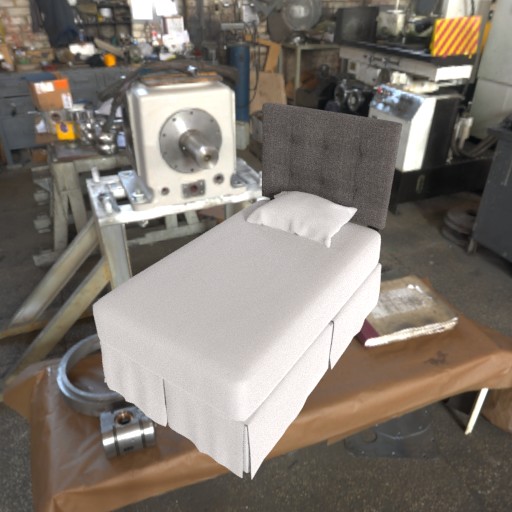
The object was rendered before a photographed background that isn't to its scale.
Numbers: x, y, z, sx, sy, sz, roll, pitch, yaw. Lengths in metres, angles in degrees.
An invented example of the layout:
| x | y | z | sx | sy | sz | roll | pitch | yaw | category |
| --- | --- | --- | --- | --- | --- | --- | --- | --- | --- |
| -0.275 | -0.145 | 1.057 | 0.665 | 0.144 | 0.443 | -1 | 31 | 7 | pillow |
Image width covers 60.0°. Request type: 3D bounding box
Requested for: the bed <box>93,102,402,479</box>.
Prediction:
| x | y | z | sx | sy | sz | roll | pitch | yaw | category |
| --- | --- | --- | --- | --- | --- | --- | --- | --- | --- |
| 0.000 | 0.000 | 3.065 | 1.261 | 1.571 | 1.997 | 20 | 37 | 29 | bed |
